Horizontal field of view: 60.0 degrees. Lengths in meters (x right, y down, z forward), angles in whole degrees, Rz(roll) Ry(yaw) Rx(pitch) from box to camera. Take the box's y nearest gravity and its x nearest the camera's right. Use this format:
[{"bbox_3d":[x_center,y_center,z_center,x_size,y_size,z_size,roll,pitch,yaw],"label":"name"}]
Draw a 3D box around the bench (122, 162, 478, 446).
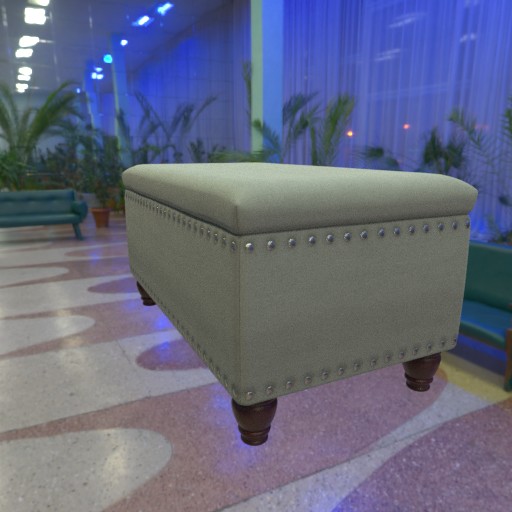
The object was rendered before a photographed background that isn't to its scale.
[{"bbox_3d":[0.000,0.000,1.151,0.500,0.449,0.887,-7,15,-26],"label":"bench"}]
